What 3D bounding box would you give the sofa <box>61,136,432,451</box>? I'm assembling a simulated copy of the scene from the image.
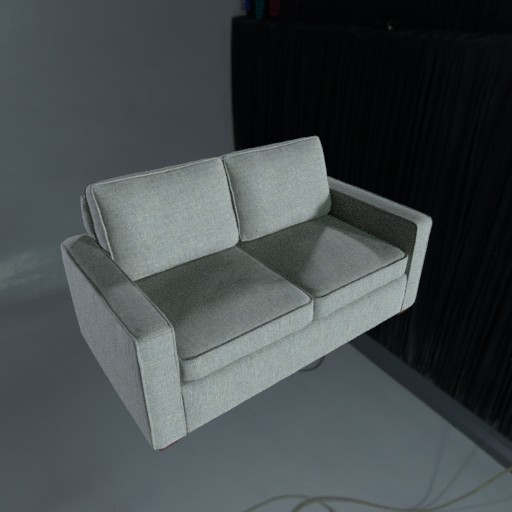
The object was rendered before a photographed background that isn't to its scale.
[{"bbox_3d":[0.000,0.000,2.303,1.706,0.915,0.945,-20,36,-31],"label":"sofa"}]
